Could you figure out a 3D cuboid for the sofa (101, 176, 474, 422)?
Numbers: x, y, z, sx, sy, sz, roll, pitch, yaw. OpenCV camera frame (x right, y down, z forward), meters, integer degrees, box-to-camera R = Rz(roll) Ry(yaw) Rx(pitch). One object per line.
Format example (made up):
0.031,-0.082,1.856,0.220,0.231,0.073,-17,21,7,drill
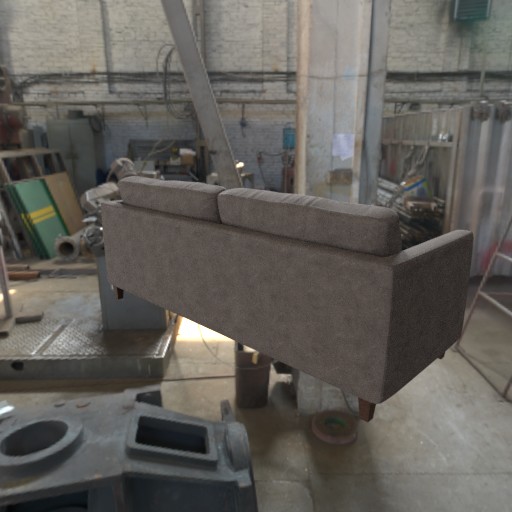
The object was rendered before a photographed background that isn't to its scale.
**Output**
0.000,0.000,2.940,2.434,0.965,0.951,14,21,42,sofa
